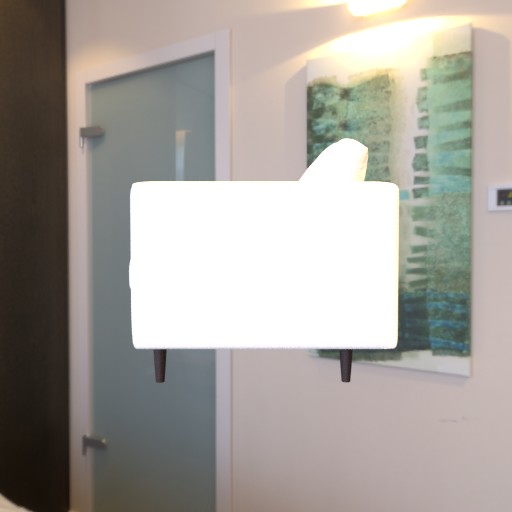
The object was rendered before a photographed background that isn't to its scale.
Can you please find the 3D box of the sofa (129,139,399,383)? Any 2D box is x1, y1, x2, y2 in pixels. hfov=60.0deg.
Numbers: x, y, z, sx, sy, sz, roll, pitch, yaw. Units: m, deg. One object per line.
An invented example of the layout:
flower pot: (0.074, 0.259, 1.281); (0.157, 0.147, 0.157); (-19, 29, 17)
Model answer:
sofa: (0.000, 0.000, 2.301); (0.940, 0.893, 1.713); (0, 1, 0)
